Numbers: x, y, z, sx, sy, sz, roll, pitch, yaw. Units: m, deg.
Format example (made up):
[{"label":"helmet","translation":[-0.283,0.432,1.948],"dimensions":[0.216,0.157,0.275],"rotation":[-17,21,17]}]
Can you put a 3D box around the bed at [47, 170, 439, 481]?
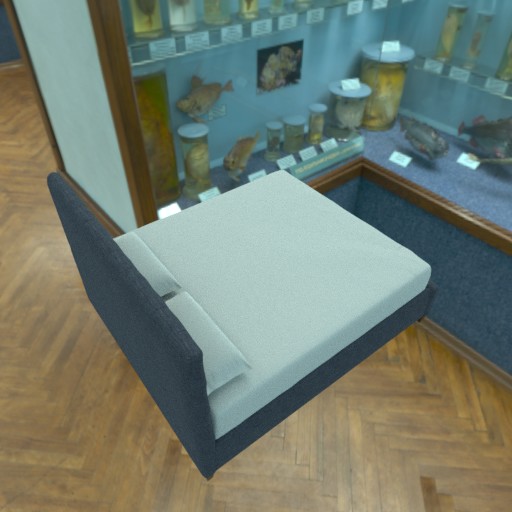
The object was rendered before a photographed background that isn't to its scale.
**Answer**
[{"label":"bed","translation":[0.000,0.000,3.653],"dimensions":[2.387,1.427,2.078],"rotation":[-27,48,-27]}]
